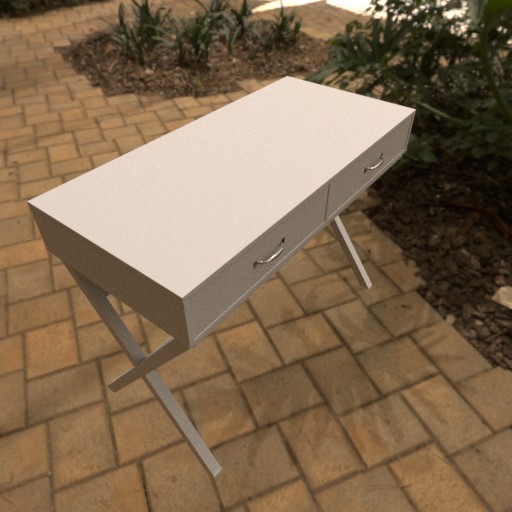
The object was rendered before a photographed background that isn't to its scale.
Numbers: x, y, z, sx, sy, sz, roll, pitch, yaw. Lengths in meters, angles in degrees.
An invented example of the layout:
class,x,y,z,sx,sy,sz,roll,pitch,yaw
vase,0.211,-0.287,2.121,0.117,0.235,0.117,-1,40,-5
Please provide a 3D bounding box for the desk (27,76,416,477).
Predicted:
class,x,y,z,sx,sy,sz,roll,pitch,yaw
desk,0.000,0.000,1.477,0.525,0.780,1.057,27,48,28
